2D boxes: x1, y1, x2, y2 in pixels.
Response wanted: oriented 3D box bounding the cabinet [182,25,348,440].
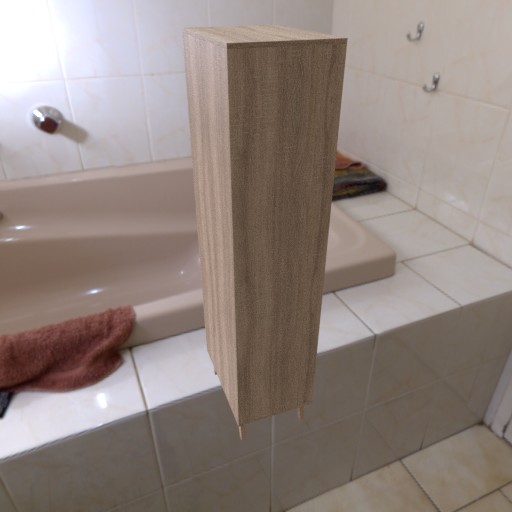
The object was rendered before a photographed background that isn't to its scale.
[{"bbox_3d":[0.000,0.000,2.046,0.400,1.850,0.570,-11,33,-18],"label":"cabinet"}]
